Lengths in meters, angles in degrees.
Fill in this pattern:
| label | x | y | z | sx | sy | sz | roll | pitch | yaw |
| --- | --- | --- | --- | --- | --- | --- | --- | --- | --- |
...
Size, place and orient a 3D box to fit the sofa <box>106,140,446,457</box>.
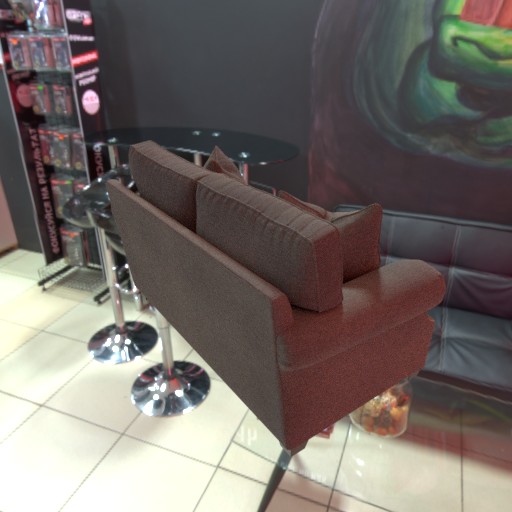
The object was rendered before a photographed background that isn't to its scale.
| label | x | y | z | sx | sy | sz | roll | pitch | yaw |
| --- | --- | --- | --- | --- | --- | --- | --- | --- | --- |
| sofa | 0.000 | 0.000 | 2.273 | 0.966 | 0.966 | 1.701 | -18 | 31 | -31 |
